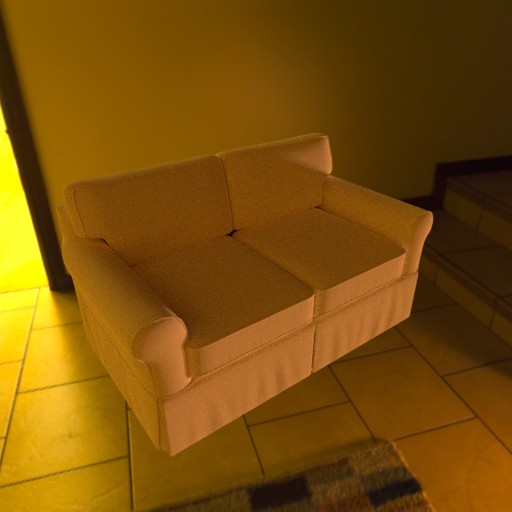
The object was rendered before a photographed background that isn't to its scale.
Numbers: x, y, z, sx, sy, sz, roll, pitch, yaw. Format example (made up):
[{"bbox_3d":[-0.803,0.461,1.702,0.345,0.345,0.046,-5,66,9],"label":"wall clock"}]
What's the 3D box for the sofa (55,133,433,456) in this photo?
[{"bbox_3d":[0.000,0.000,2.326,1.727,0.940,0.991,-20,35,-32],"label":"sofa"}]
